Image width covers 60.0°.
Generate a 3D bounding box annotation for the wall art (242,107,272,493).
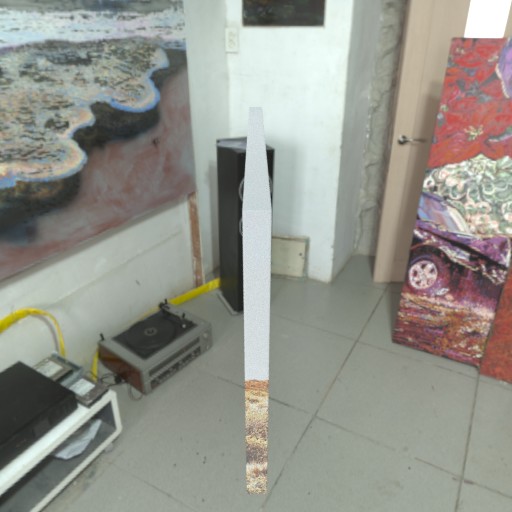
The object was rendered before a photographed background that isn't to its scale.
[{"bbox_3d":[0.000,0.000,1.448,0.051,0.761,1.138,0,27,0],"label":"wall art"}]
